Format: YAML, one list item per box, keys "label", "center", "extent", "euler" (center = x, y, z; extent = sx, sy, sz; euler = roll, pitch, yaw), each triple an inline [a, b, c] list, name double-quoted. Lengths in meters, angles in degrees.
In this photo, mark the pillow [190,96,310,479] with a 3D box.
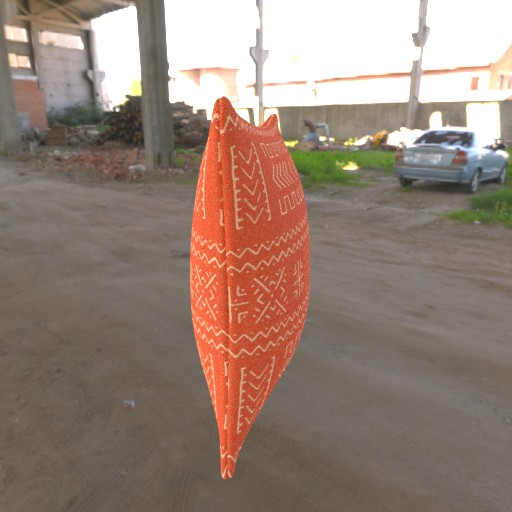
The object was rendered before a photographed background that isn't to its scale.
- label: "pillow"
  center: [0.000, 0.000, 0.669]
  extent: [0.164, 0.429, 0.438]
  euler: [2, 16, 8]
